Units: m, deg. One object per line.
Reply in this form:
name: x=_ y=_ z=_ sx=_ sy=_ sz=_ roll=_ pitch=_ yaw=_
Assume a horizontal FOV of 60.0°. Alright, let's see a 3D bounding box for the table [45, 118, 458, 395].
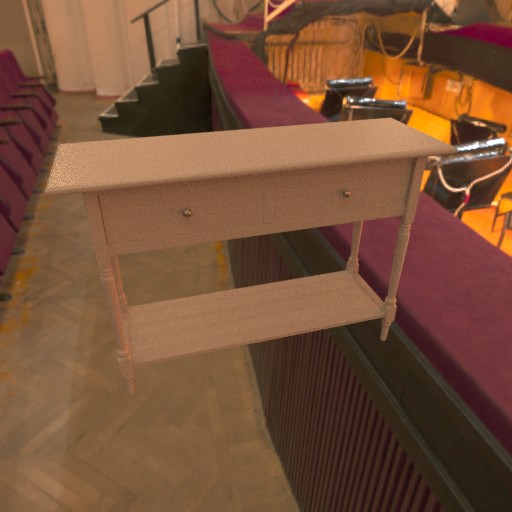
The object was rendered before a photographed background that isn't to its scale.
table: x=0.000 y=0.000 z=1.598 sx=1.197 sy=0.808 sz=0.384 roll=-9 pitch=32 yaw=-14
